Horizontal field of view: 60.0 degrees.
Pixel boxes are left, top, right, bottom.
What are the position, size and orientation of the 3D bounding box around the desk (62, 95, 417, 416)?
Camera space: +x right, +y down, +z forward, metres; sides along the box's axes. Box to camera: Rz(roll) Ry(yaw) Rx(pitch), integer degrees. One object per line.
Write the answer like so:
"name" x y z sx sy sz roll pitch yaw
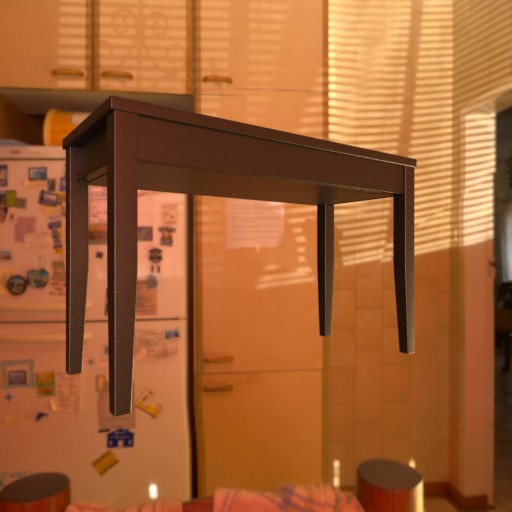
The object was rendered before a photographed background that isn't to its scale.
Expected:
"desk" 0.000 0.000 1.622 1.220 0.775 0.508 0 0 -36
